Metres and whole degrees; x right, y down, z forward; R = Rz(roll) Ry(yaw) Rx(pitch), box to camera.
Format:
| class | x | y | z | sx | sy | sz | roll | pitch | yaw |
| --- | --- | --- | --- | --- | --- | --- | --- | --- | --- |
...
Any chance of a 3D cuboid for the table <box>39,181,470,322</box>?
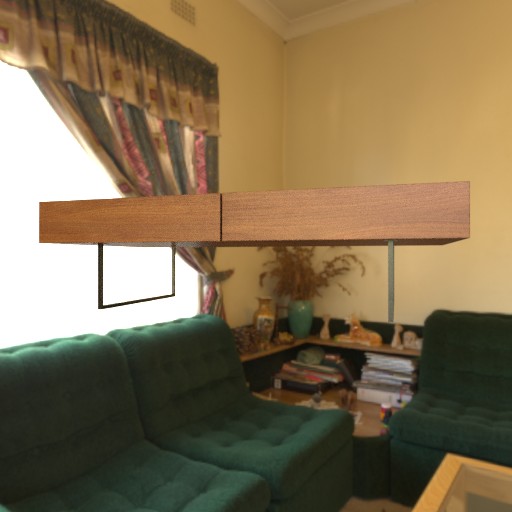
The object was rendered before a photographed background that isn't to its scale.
| class | x | y | z | sx | sy | sz | roll | pitch | yaw |
| --- | --- | --- | --- | --- | --- | --- | --- | --- | --- |
| table | 0.000 | 0.000 | 1.459 | 1.194 | 0.330 | 0.610 | 0 | 0 | 18 |
